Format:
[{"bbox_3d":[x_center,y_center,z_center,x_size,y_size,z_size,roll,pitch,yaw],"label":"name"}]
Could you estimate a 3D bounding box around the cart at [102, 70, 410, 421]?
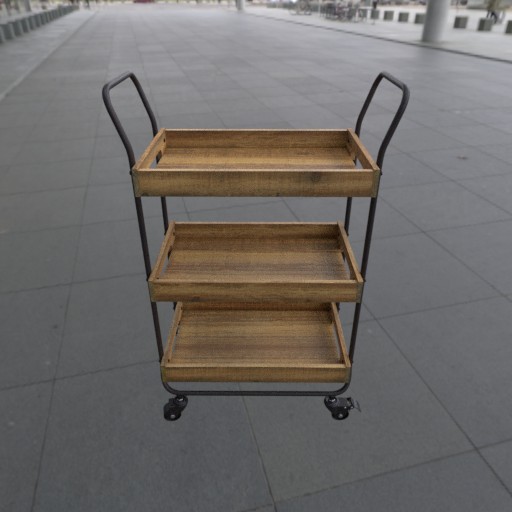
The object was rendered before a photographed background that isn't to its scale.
[{"bbox_3d":[0.000,0.000,1.131,0.583,0.857,0.339,0,31,0],"label":"cart"}]
